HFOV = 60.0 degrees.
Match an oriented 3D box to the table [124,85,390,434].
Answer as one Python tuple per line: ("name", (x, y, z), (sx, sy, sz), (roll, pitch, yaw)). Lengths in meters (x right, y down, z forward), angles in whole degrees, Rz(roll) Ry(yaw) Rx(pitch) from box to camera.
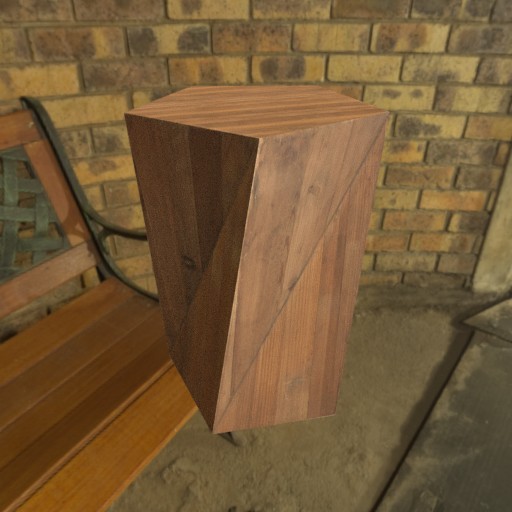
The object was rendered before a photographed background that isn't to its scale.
("table", (0.000, 0.000, 0.909), (0.425, 0.604, 0.441), (0, 30, 1))
